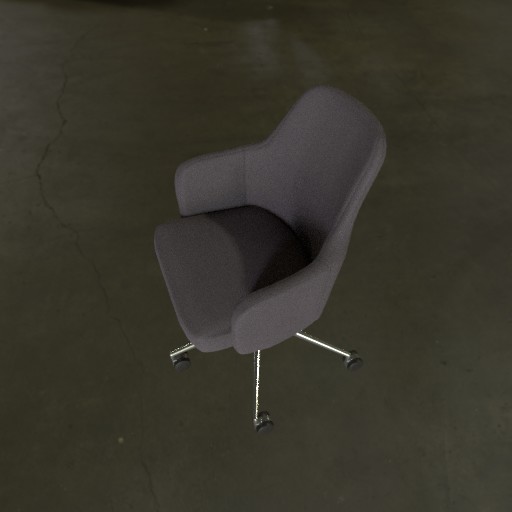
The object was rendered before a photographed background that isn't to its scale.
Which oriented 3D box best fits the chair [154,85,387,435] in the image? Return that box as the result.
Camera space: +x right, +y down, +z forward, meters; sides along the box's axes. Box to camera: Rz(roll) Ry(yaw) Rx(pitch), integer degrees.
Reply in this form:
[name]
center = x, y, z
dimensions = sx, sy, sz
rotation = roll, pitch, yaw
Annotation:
[chair]
center = 0.000, 0.000, 1.264
dimensions = 0.600, 0.820, 0.655
rotation = -16, 47, -15
